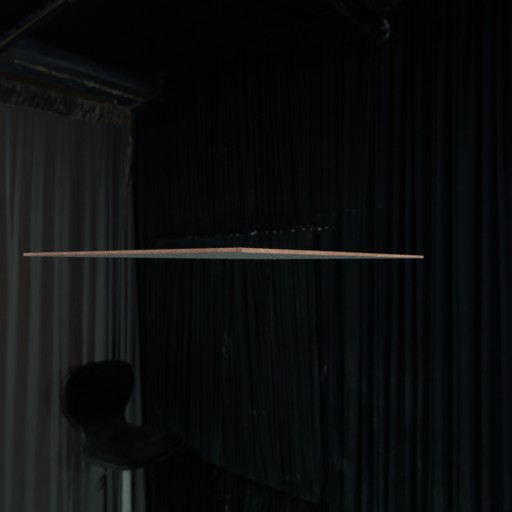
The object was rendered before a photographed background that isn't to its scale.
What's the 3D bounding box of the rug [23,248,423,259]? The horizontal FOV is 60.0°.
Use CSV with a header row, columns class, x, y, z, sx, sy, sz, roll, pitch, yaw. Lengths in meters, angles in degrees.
class,x,y,z,sx,sy,sz,roll,pitch,yaw
rug,0.000,0.000,2.338,1.219,0.014,1.829,-1,-1,36
